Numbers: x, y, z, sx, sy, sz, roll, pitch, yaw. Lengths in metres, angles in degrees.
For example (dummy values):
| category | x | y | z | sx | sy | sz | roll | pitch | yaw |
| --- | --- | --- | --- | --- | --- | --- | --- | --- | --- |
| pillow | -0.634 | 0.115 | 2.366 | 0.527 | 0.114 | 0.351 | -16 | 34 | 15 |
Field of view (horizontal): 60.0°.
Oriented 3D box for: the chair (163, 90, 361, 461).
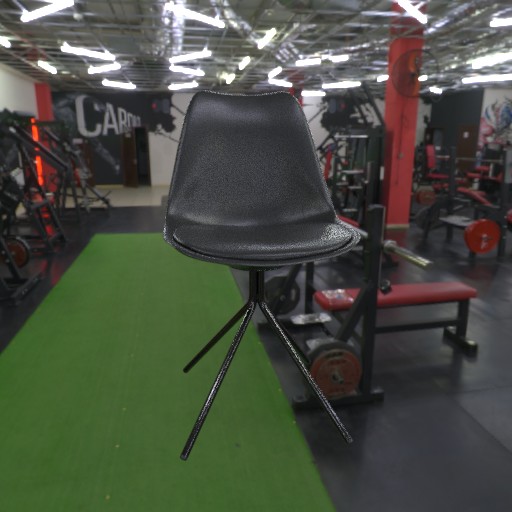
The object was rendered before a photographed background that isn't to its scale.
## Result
| category | x | y | z | sx | sy | sz | roll | pitch | yaw |
| --- | --- | --- | --- | --- | --- | --- | --- | --- | --- |
| chair | 0.000 | 0.000 | 1.147 | 0.461 | 0.850 | 0.525 | -2 | 15 | -8 |
